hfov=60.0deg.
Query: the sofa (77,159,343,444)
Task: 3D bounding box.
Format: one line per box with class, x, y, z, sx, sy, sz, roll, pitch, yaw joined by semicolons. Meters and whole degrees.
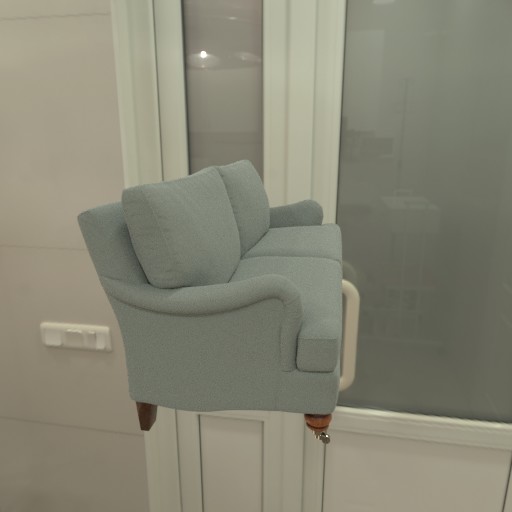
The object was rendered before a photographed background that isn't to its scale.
sofa;0.000;0.000;2.767;1.069;1.096;2.193;3;16;10
